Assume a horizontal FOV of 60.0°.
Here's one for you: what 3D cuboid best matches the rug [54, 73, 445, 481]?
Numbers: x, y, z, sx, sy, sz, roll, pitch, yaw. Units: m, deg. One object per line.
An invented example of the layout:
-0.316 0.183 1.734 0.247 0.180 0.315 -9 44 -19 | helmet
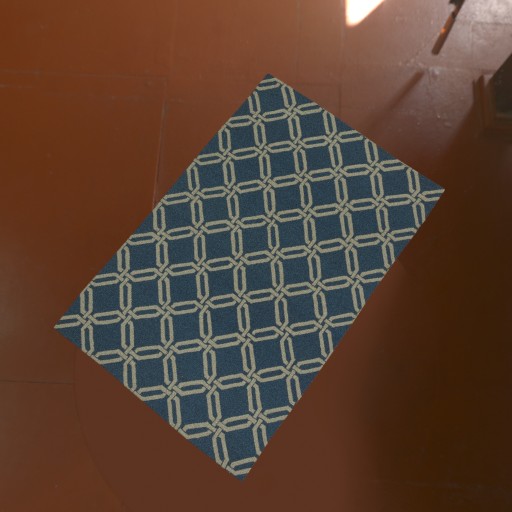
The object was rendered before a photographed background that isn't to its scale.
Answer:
0.000 0.000 2.217 1.153 0.010 1.755 36 80 8 | rug
